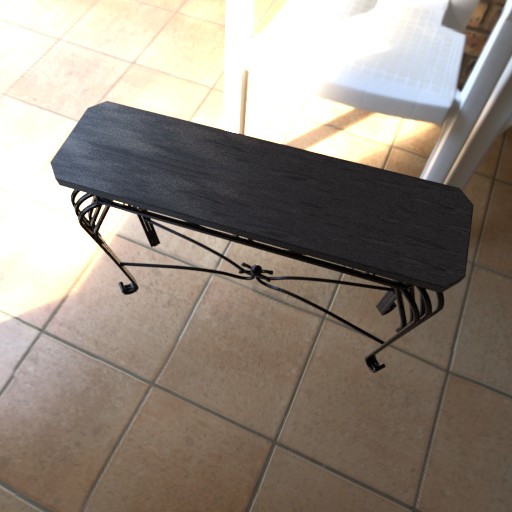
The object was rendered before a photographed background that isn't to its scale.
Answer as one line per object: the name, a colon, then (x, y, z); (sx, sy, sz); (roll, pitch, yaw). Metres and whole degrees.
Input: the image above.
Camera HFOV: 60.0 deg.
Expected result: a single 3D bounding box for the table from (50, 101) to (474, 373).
table: (0.000, 0.000, 1.490); (1.112, 0.800, 0.329); (16, 63, 8)
